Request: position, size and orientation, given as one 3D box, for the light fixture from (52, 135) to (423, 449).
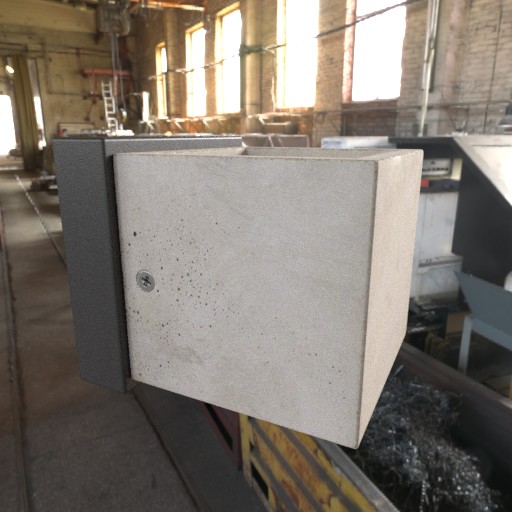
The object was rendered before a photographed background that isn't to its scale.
[{"bbox_3d":[0.000,0.000,0.232,0.143,0.121,0.121,8,17,26],"label":"light fixture"}]
